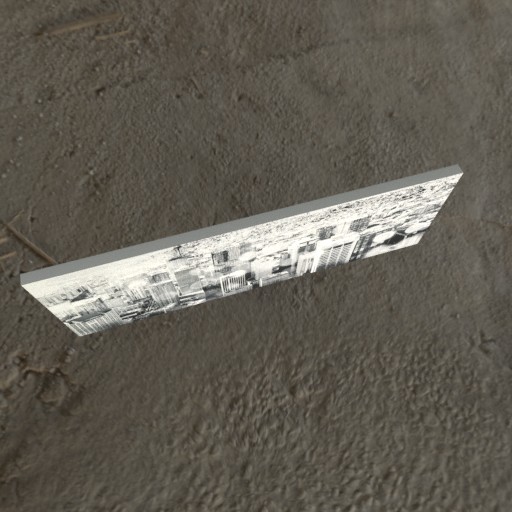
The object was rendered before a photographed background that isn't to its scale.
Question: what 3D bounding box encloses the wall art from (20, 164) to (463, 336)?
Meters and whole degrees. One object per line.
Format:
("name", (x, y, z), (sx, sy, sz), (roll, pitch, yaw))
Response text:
("wall art", (0.000, 0.000, 1.697), (1.520, 0.507, 0.044), (-15, 63, -8))
